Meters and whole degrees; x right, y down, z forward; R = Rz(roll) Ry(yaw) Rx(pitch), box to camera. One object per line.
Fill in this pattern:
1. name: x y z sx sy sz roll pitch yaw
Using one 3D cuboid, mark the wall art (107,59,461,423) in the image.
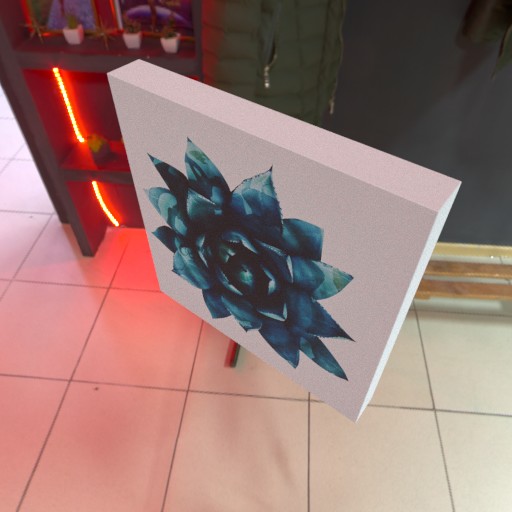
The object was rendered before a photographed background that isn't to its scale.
1. wall art: 0.000 0.000 0.449 0.305 0.305 0.038 29 53 25
